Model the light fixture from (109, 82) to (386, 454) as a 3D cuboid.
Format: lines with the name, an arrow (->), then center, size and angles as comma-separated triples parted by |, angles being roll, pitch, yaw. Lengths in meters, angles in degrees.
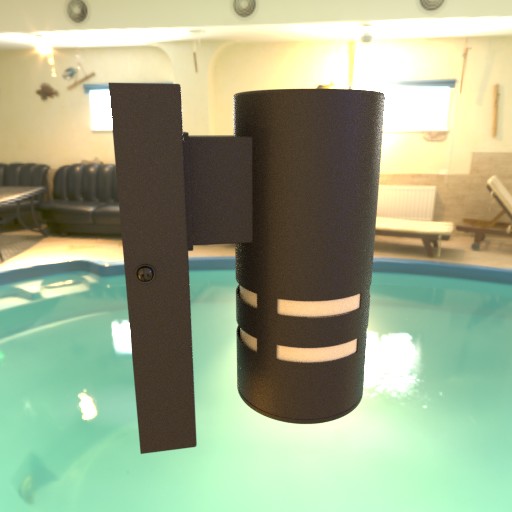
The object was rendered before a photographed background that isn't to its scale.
light fixture -> 0.000, 0.000, 0.258 | 0.138, 0.179, 0.098 | -3, 16, -10
